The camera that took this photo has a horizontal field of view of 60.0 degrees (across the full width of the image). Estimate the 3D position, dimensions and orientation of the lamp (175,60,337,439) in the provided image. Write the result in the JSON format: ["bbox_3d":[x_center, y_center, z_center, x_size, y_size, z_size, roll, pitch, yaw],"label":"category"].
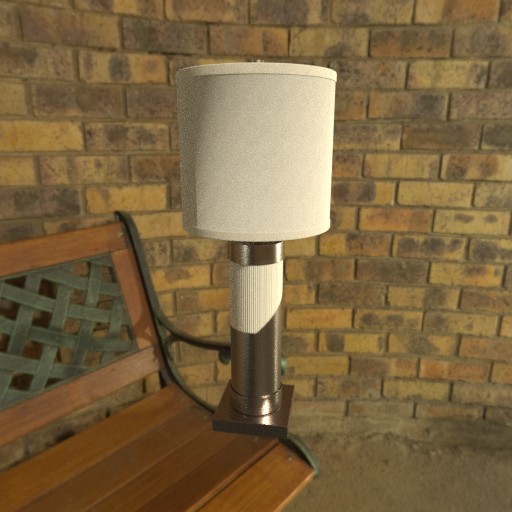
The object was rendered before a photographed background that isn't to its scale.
[{"bbox_3d":[0.000,0.000,0.627,0.202,0.509,0.202,3,16,10],"label":"lamp"}]
